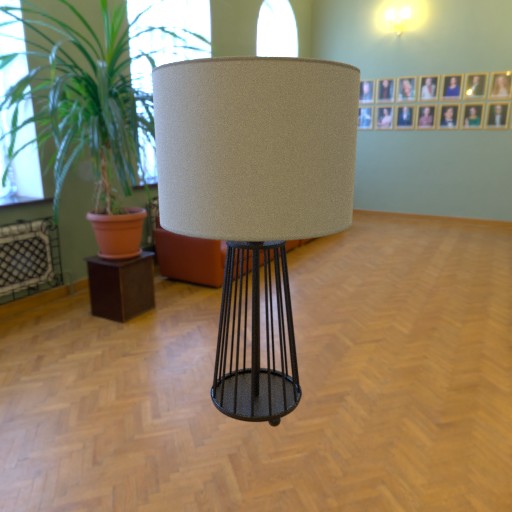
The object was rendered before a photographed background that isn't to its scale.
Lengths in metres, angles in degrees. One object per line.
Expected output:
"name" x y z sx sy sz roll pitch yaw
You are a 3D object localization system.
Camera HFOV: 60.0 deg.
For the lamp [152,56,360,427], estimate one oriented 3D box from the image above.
"lamp" 0.000 0.000 0.775 0.322 0.593 0.322 8 17 26
